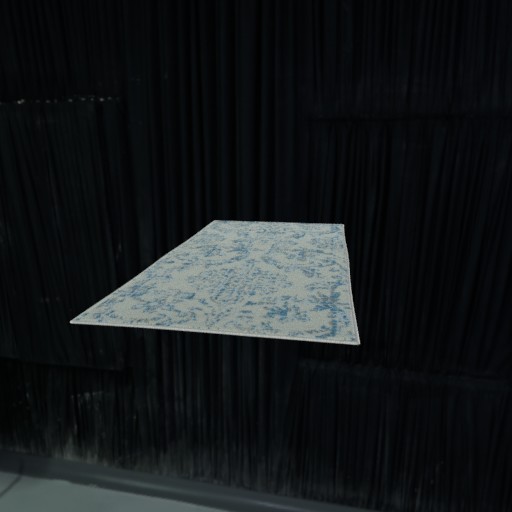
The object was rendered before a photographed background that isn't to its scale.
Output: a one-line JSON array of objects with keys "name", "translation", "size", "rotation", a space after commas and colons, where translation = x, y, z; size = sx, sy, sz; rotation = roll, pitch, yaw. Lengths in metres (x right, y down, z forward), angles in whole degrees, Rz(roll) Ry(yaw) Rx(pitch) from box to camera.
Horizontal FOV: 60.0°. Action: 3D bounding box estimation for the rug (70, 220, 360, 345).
[{"name": "rug", "translation": [0.000, 0.000, 1.472], "size": [0.605, 0.007, 1.220], "rotation": [2, 15, 9]}]
